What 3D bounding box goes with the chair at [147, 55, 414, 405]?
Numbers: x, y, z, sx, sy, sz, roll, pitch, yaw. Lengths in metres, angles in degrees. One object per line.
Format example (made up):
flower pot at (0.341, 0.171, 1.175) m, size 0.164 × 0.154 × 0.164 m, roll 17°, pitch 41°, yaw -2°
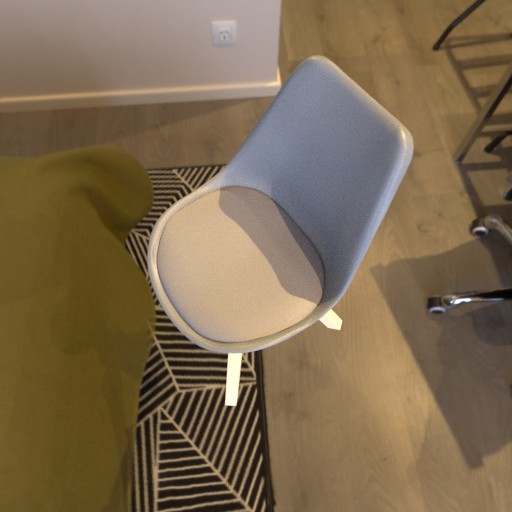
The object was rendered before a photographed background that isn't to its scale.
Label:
chair at (0.000, 0.000, 1.174) m, size 0.550 × 0.850 × 0.485 m, roll -32°, pitch 68°, yaw -15°
